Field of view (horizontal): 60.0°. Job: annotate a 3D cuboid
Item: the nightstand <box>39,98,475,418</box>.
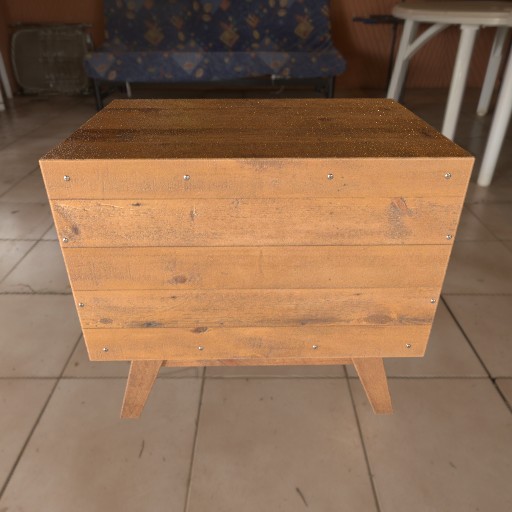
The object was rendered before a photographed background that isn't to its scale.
[{"bbox_3d":[0.000,0.000,1.003,0.650,0.599,0.450,-1,31,-1],"label":"nightstand"}]
